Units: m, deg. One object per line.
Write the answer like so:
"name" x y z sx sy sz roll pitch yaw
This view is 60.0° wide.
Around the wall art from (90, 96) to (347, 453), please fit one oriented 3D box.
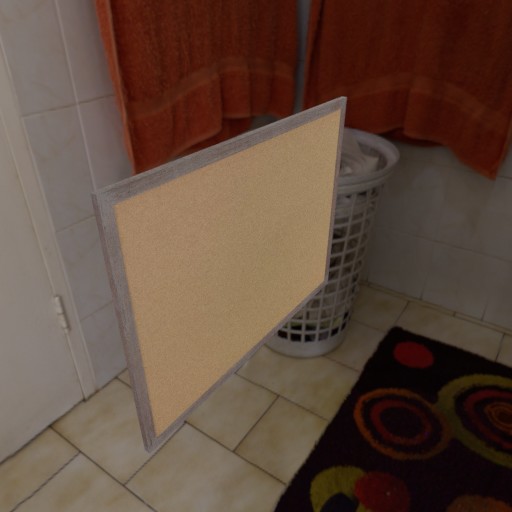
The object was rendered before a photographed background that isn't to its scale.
"wall art" 0.000 0.000 1.371 0.019 0.774 1.012 21 38 30
